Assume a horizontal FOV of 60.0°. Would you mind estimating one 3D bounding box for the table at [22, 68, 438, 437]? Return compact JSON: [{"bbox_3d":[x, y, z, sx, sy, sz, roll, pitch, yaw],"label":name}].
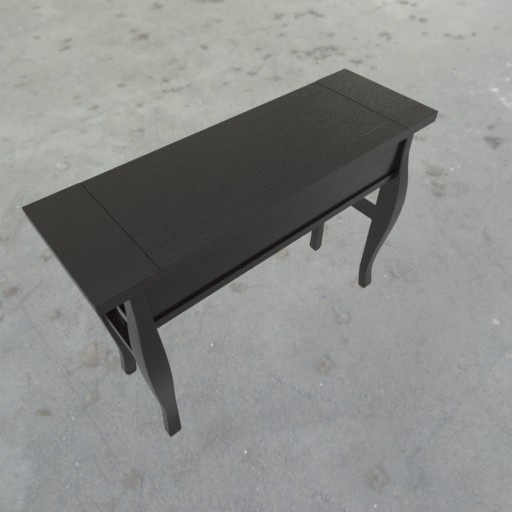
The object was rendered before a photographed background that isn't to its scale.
[{"bbox_3d":[0.000,0.000,1.405,1.062,0.768,0.373,-32,55,-26],"label":"table"}]
